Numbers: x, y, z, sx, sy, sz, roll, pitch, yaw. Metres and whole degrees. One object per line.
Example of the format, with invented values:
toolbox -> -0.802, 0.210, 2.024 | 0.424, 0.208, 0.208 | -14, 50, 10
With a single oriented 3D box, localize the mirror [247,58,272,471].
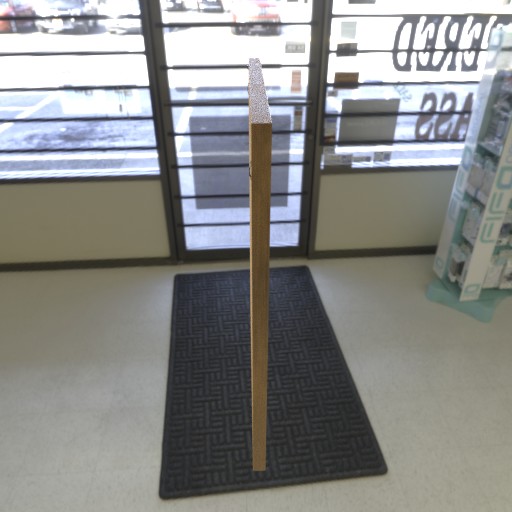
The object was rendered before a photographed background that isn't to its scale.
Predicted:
mirror -> 0.000, 0.000, 1.360 | 0.041, 1.016, 0.762 | -1, 32, -1
